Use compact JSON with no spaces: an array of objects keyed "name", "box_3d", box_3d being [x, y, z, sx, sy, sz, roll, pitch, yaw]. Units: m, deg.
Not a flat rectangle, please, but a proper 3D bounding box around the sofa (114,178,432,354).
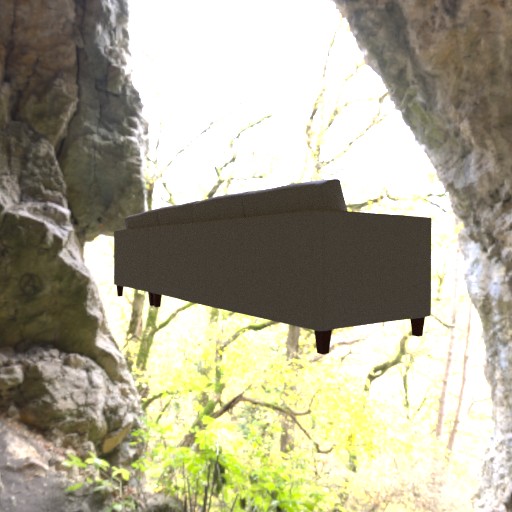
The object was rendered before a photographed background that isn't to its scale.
[{"name":"sofa","box_3d":[0.000,0.000,4.091,1.599,0.954,3.471,-1,1,-35]}]
